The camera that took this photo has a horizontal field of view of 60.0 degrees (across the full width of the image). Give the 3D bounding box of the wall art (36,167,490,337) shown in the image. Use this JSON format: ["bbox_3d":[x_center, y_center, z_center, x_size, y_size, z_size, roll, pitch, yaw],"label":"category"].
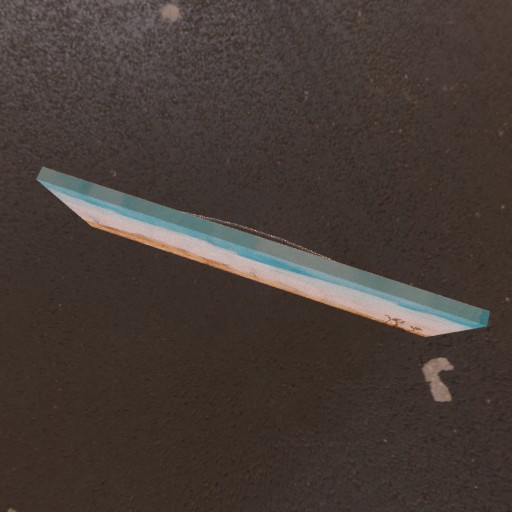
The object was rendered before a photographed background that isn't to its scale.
[{"bbox_3d":[0.000,0.000,0.832,0.759,0.254,0.044,18,77,4],"label":"wall art"}]
